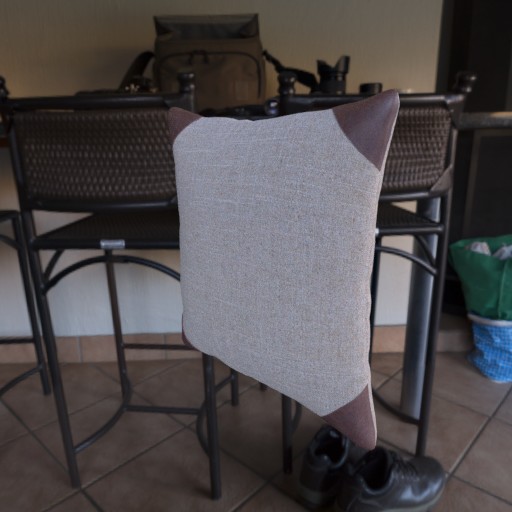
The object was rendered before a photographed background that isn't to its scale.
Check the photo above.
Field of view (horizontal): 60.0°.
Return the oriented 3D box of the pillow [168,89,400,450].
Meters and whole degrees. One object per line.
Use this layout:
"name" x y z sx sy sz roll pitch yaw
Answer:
"pillow" 0.000 0.000 0.671 0.437 0.448 0.147 15 21 43
